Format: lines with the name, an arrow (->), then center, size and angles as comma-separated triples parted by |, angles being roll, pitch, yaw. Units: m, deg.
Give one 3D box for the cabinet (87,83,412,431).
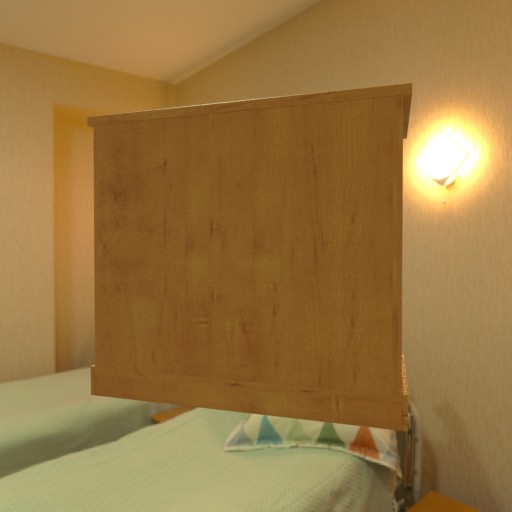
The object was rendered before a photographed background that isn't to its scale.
cabinet -> 0.000, 0.000, 1.416 | 0.920, 0.840, 0.450 | 0, 1, 17
